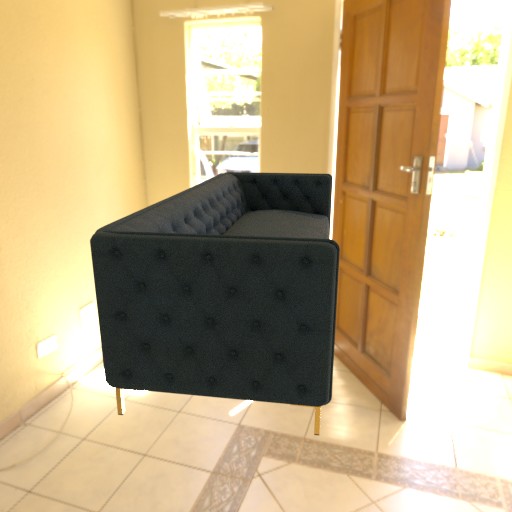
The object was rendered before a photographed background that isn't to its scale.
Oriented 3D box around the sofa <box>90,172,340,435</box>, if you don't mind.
[{"bbox_3d":[0.000,0.000,2.631,0.895,0.771,2.209,3,17,9],"label":"sofa"}]
